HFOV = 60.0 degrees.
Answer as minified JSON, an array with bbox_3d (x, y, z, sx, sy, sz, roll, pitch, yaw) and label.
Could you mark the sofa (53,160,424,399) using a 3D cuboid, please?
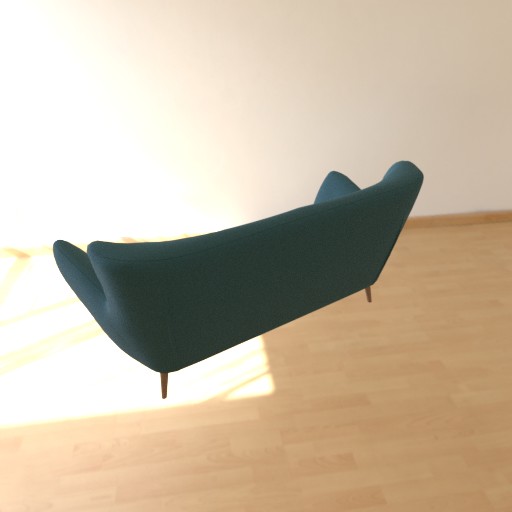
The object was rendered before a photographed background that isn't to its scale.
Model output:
[{"bbox_3d":[0.000,0.000,2.465,1.930,0.890,0.889,-19,35,-29],"label":"sofa"}]
